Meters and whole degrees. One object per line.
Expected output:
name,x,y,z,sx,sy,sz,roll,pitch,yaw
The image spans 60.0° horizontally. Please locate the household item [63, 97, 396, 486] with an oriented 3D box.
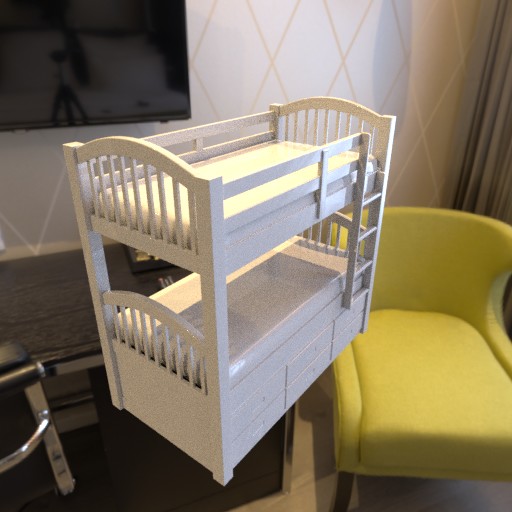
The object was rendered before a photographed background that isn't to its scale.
household item,0.000,0.000,3.273,1.143,2.032,2.032,19,32,33
